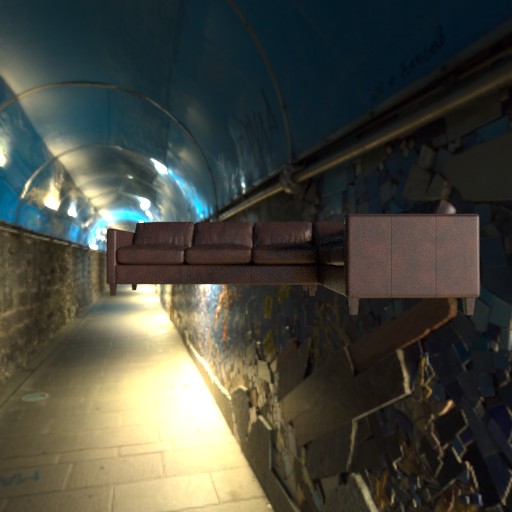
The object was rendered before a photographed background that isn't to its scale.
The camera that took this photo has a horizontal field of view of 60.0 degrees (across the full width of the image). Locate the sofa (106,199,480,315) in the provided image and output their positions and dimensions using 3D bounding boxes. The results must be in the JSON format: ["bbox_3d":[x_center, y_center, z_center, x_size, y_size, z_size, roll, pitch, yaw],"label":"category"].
[{"bbox_3d":[0.000,0.000,4.304,3.152,0.836,2.438,0,0,1],"label":"sofa"}]
